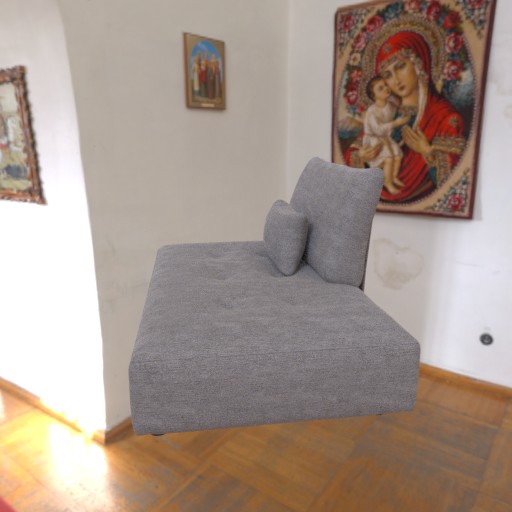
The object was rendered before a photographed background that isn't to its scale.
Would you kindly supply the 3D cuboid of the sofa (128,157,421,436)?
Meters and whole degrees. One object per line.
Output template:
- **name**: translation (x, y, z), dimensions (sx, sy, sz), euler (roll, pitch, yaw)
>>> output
- **sofa**: translation (0.000, 0.000, 2.026), dimensions (1.002, 0.820, 1.450), euler (-2, 15, -8)
